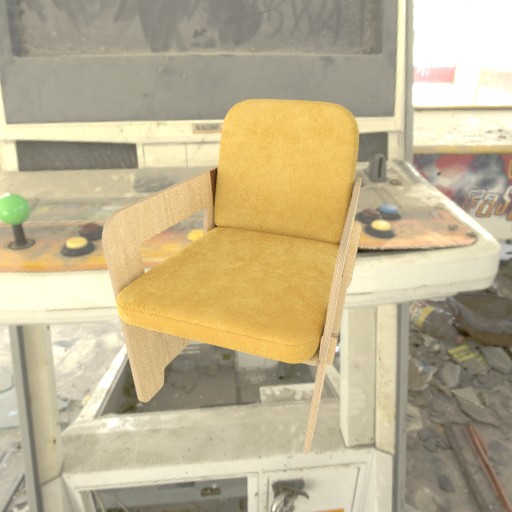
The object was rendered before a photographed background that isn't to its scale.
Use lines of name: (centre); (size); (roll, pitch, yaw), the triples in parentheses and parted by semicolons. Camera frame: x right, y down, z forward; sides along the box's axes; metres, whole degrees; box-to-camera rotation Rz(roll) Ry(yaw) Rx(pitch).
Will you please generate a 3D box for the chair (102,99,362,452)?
chair: (0.000, 0.000, 1.297); (0.590, 0.800, 0.710); (9, 27, 19)
